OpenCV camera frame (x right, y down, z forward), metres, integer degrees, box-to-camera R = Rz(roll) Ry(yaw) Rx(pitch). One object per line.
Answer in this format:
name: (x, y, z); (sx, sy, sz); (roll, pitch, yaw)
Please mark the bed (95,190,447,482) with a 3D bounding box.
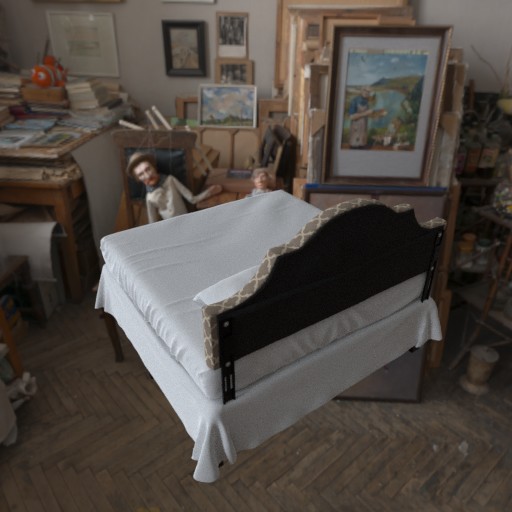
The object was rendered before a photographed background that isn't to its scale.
bed: (0.000, 0.000, 3.616); (2.314, 1.601, 2.222); (-19, 35, -29)
